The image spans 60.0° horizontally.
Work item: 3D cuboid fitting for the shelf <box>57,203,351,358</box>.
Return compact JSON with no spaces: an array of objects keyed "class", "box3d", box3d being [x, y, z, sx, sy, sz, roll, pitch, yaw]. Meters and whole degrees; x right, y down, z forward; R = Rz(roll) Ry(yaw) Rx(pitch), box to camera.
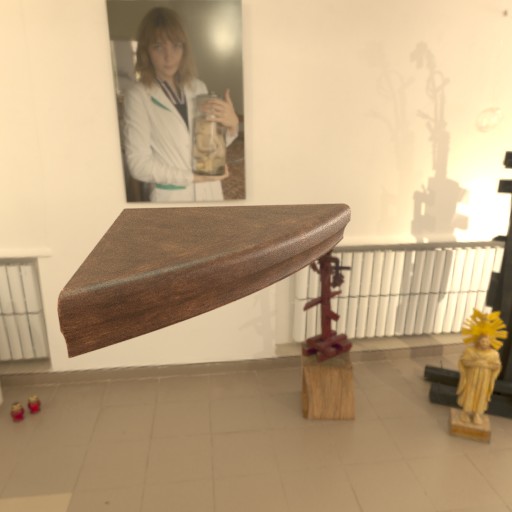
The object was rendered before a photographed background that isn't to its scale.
[{"class":"shelf","box3d":[0.000,0.000,0.463,0.310,0.050,0.310,-2,17,-7]}]
